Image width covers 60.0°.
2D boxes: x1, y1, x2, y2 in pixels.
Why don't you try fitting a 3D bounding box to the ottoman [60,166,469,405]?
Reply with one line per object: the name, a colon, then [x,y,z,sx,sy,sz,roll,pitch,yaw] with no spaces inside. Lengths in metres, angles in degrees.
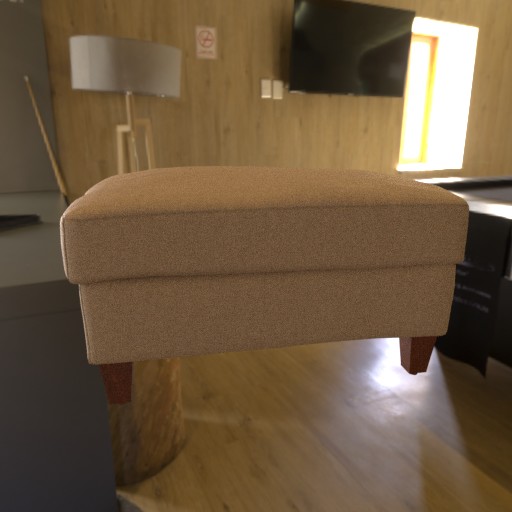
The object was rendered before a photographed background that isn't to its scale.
ottoman: [0.000,0.000,1.287,0.902,0.511,0.692,-3,16,-10]
